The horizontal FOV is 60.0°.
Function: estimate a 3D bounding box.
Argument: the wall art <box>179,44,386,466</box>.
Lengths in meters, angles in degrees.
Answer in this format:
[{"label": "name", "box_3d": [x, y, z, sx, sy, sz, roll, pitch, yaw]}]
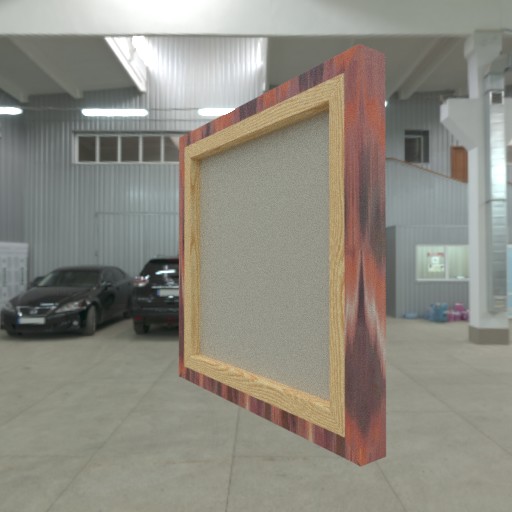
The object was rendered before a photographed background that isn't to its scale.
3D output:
[{"label": "wall art", "box_3d": [0.000, 0.000, 0.600, 0.038, 0.406, 0.403, 0, -1, -35]}]
